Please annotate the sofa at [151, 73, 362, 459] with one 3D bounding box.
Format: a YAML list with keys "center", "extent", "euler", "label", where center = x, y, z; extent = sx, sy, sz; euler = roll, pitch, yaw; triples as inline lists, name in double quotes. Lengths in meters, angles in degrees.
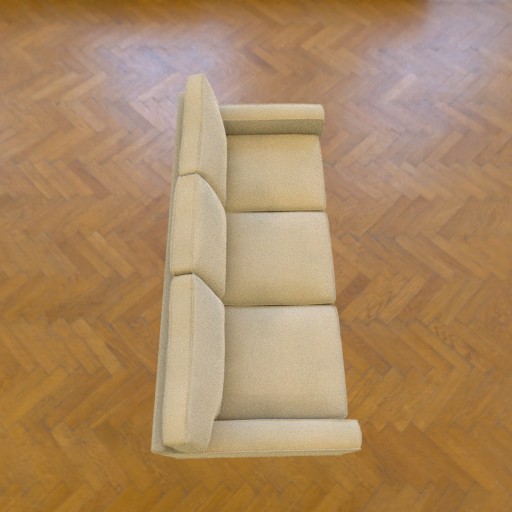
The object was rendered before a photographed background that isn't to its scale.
- center: [0.000, 0.000, 2.552]
  extent: [0.935, 0.862, 2.088]
  euler: [-1, 64, 0]
  label: "sofa"
